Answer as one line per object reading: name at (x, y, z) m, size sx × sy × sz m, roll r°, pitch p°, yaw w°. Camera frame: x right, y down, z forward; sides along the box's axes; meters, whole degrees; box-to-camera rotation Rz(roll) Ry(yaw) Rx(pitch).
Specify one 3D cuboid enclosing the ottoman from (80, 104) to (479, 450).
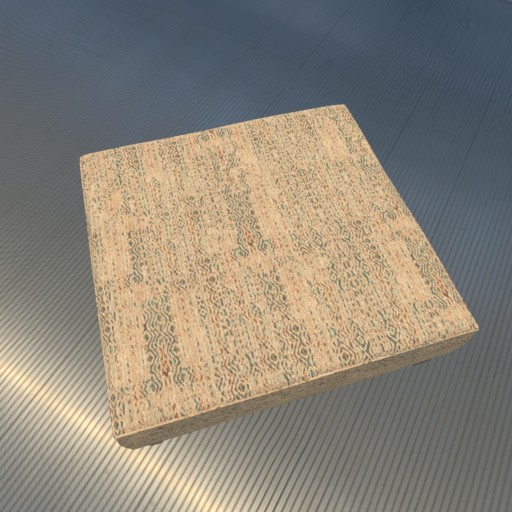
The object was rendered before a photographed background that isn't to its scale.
ottoman at (0.000, 0.000, 1.488) m, size 1.004 × 0.356 × 0.968 m, roll -14°, pitch 59°, yaw -9°
